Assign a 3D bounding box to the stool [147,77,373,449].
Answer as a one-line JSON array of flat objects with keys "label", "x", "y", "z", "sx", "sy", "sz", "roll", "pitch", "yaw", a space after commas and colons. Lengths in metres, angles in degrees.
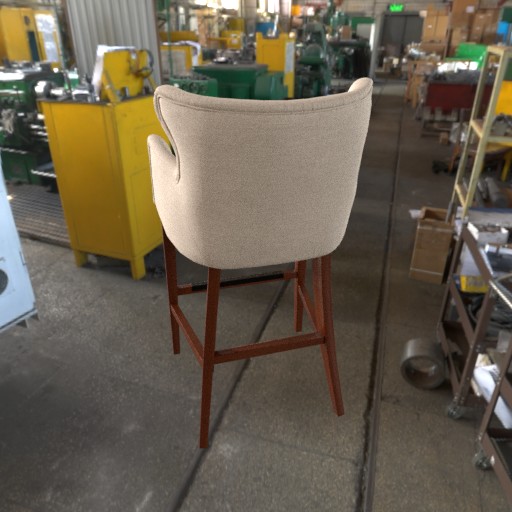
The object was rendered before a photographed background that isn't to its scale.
[{"label": "stool", "x": 0.000, "y": 0.000, "z": 1.365, "sx": 0.556, "sy": 1.034, "sz": 0.563, "roll": -8, "pitch": 28, "yaw": -14}]
